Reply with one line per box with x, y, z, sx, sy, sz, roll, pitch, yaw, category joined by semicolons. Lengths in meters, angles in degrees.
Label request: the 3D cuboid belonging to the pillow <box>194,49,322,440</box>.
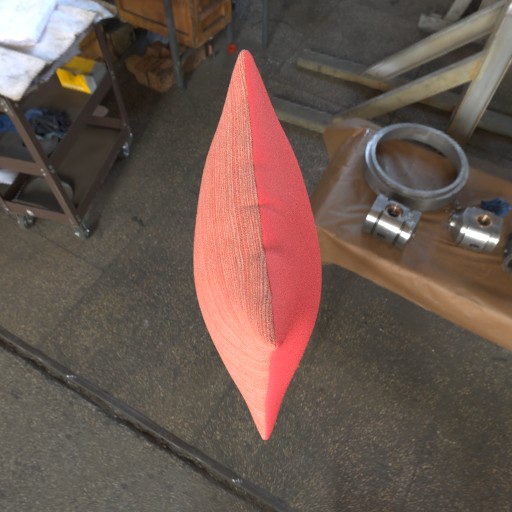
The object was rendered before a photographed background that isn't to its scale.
0.000;0.000;0.819;0.229;0.501;0.559;-4;58;-2;pillow
